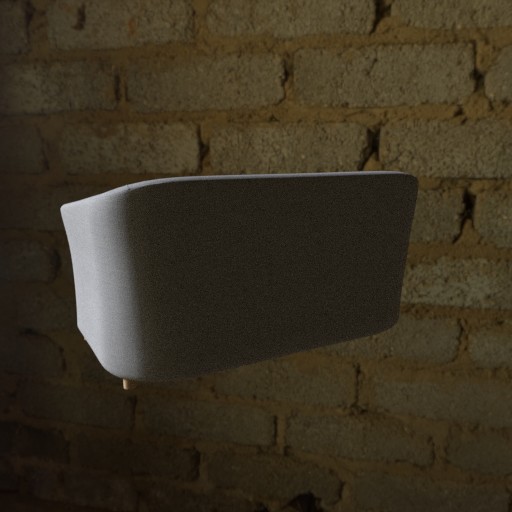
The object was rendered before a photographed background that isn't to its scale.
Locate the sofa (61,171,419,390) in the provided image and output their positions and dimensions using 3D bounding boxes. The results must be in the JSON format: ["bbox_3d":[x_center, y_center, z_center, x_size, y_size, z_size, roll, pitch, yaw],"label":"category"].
[{"bbox_3d":[0.000,0.000,1.889,1.452,0.721,0.705,-7,15,-26],"label":"sofa"}]
